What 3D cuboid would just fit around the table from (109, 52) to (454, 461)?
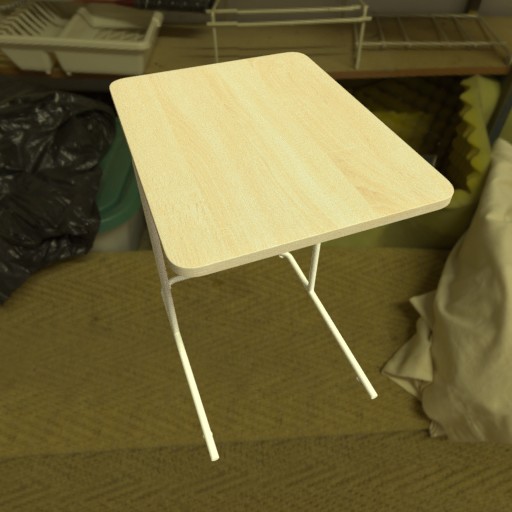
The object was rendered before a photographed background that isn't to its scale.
[{"bbox_3d":[0.000,0.000,0.858,0.370,0.550,0.480,-16,48,-14],"label":"table"}]
